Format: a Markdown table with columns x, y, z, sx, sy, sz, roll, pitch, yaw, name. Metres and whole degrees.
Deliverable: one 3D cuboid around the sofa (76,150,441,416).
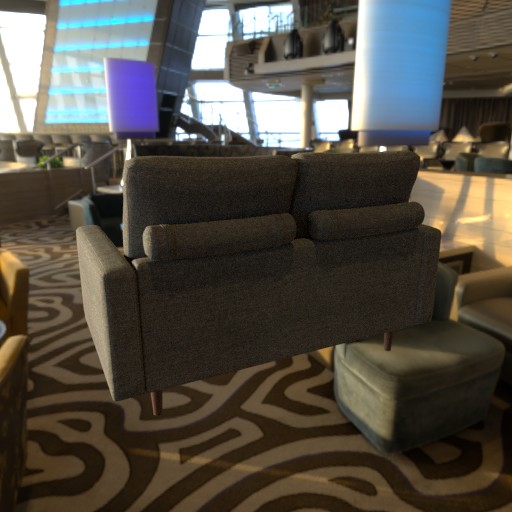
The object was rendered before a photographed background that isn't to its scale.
| x | y | z | sx | sy | sz | roll | pitch | yaw | name |
| --- | --- | --- | --- | --- | --- | --- | --- | --- | --- |
| 0.000 | 0.000 | 1.958 | 1.407 | 0.907 | 0.842 | -8 | 17 | -26 | sofa |
